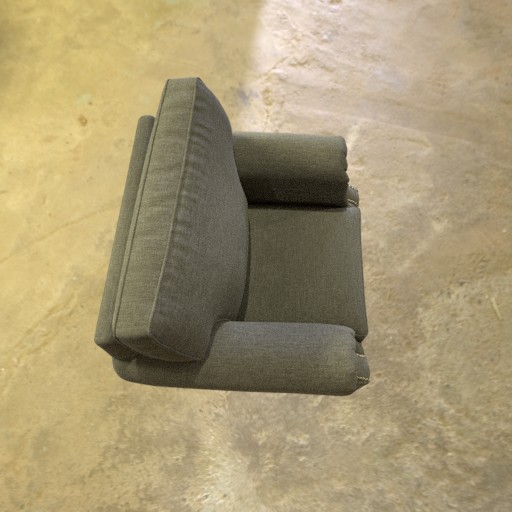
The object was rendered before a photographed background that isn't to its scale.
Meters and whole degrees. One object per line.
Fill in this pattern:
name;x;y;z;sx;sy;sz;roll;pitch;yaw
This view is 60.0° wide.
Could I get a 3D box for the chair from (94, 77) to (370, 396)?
chair;0.000;0.000;1.808;0.965;0.961;1.092;2;65;1
